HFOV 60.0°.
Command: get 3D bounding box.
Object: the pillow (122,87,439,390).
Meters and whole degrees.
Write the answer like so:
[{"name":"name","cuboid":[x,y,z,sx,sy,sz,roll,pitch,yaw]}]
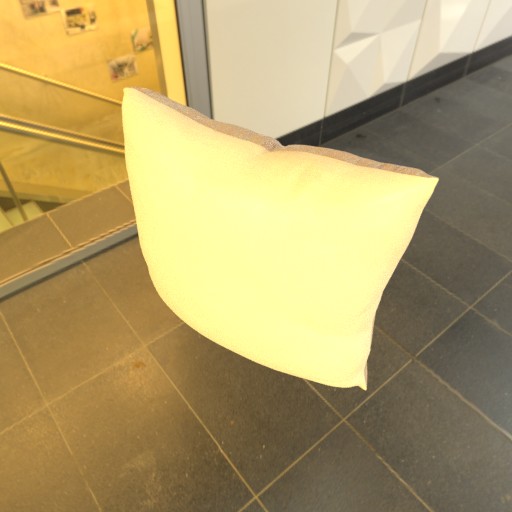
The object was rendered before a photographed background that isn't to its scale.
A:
[{"name":"pillow","cuboid":[0.000,0.000,0.703,0.450,0.448,0.245,24,50,21]}]
